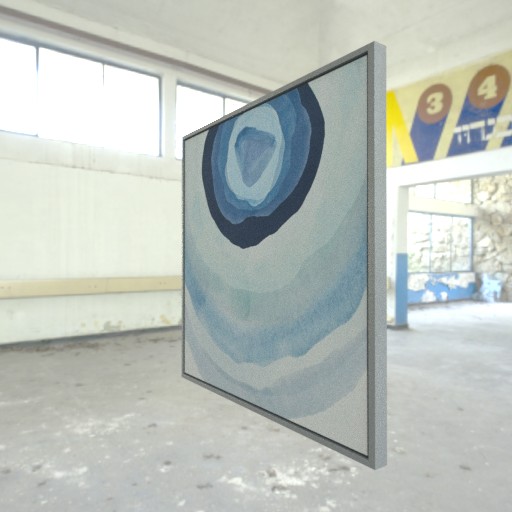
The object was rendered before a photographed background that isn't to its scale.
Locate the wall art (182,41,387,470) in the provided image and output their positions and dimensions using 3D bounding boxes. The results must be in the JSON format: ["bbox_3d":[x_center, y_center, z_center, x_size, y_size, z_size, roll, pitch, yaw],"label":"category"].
[{"bbox_3d":[0.000,0.000,1.170,0.038,0.807,0.809,0,0,-36],"label":"wall art"}]
